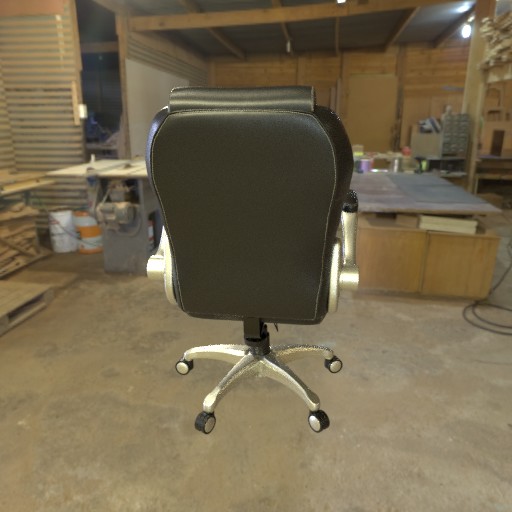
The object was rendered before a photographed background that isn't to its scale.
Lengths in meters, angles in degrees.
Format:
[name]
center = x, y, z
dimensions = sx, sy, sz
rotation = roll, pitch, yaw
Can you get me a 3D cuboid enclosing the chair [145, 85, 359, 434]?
[chair]
center = 0.000, 0.000, 1.653
dimensions = 0.724, 1.141, 0.801
rotation = 2, 17, 8
